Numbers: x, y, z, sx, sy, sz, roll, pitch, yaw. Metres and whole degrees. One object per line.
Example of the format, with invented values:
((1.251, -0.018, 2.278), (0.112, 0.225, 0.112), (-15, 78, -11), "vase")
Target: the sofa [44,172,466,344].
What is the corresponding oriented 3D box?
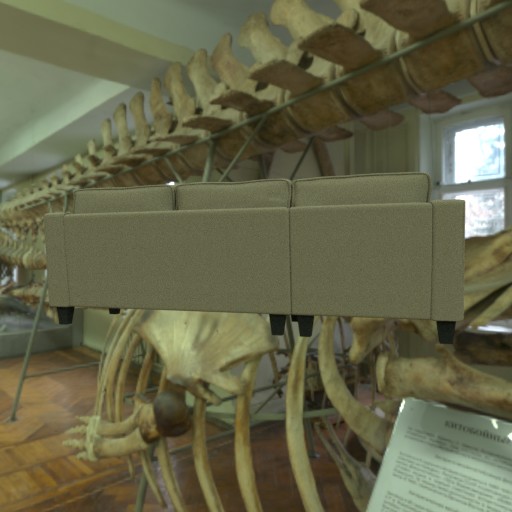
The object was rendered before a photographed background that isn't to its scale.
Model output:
((0.000, 0.000, 3.182), (2.561, 0.928, 1.294), (0, 0, 16), "sofa")
